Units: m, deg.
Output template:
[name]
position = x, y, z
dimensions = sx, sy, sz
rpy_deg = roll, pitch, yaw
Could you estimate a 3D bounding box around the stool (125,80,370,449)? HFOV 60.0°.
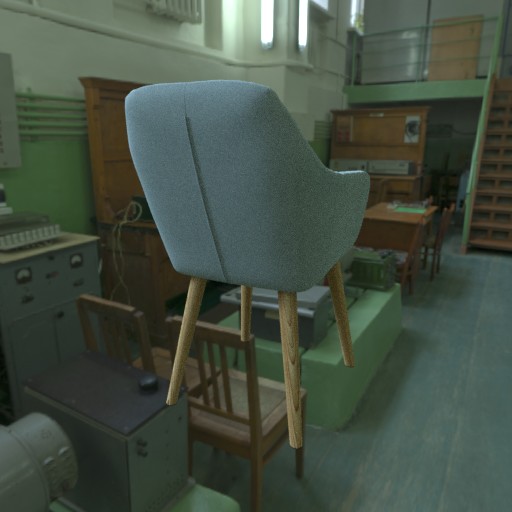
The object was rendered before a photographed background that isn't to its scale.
[stool]
position = 0.000, 0.000, 1.202
dimensions = 0.503, 0.830, 0.590
rpy_deg = 8, 17, 27
